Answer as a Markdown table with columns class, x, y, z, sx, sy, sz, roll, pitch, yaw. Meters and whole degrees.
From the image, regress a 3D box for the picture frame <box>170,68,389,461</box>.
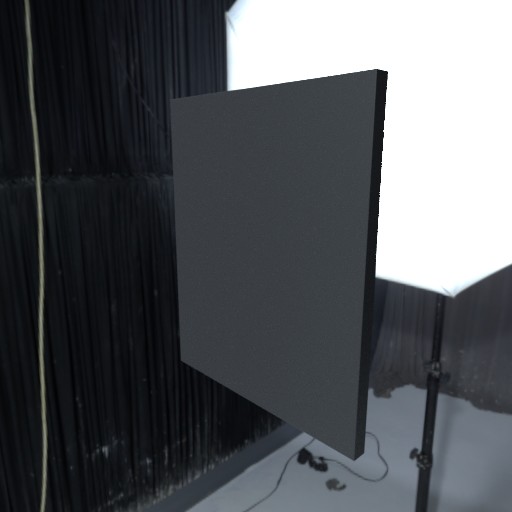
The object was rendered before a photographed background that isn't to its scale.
| class | x | y | z | sx | sy | sz | roll | pitch | yaw |
| --- | --- | --- | --- | --- | --- | --- | --- | --- | --- |
| picture frame | 0.000 | 0.000 | 0.780 | 0.028 | 0.556 | 0.460 | -12 | 18 | -42 |
